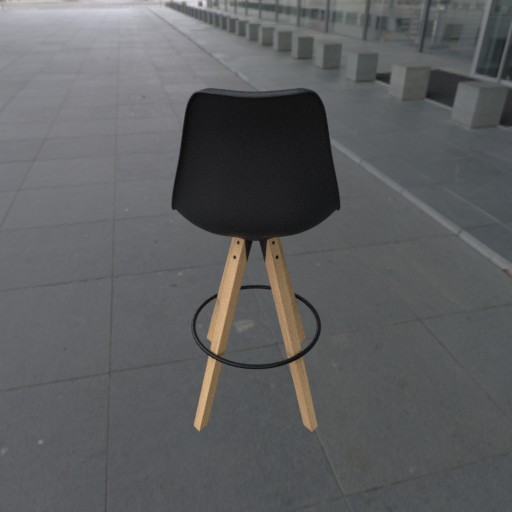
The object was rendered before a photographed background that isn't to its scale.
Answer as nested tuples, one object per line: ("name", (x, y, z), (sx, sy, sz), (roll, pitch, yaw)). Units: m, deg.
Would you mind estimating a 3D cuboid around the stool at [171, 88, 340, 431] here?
("stool", (0.000, 0.000, 1.420), (0.485, 1.115, 0.550), (0, 31, 0))
